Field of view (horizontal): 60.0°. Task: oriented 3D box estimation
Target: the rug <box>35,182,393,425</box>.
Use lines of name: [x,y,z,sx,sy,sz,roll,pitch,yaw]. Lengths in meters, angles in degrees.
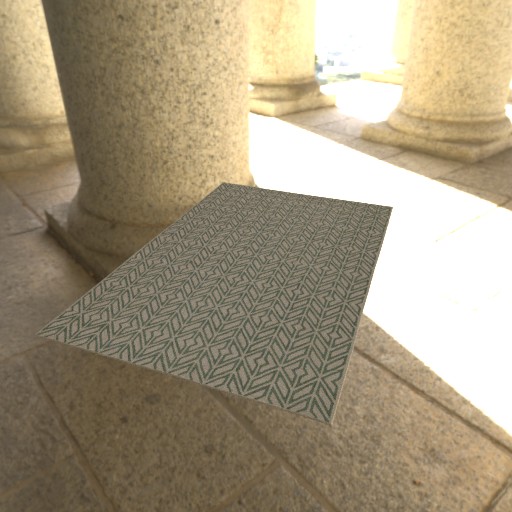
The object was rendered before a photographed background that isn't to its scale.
rug: [0.000,0.000,2.341,1.220,0.007,1.828,11,32,18]
